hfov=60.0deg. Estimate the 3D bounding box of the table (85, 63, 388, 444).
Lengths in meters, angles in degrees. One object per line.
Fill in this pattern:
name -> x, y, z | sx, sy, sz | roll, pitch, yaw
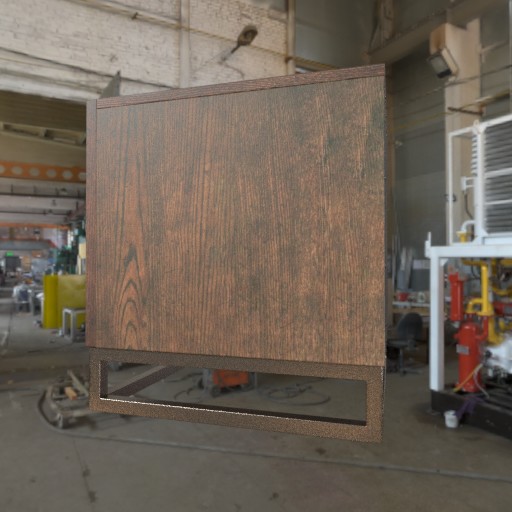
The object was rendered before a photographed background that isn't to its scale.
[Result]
table -> 0.000, 0.000, 0.997 | 0.566, 0.582, 0.506 | 0, -1, 17
